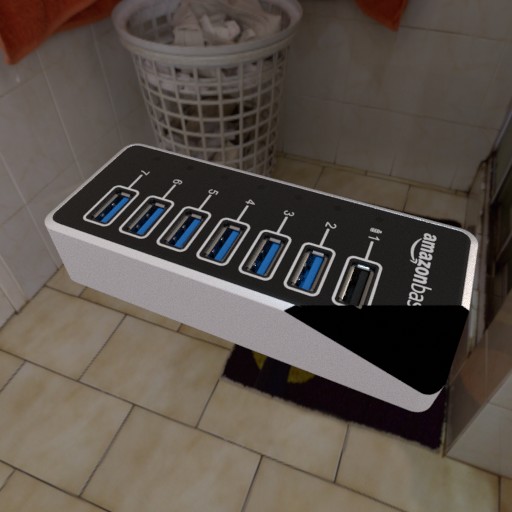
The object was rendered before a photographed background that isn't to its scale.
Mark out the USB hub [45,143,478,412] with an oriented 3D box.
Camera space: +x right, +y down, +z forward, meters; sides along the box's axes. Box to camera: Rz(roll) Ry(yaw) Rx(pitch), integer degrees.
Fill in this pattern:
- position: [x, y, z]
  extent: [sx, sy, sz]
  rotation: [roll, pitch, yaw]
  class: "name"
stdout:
- position: [0.000, 0.000, 0.126]
  extent: [0.110, 0.023, 0.044]
  rotation: [18, 50, 16]
  class: "USB hub"
